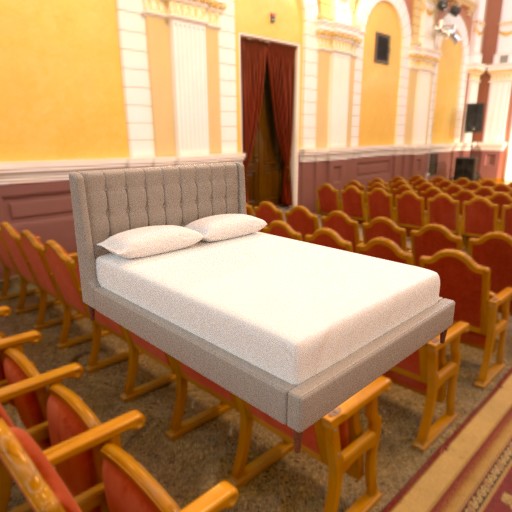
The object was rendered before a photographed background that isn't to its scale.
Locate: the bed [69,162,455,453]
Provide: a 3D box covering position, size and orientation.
[{"bbox_3d":[0.000,0.000,3.164,1.656,1.147,2.232,-15,21,-43],"label":"bed"}]
